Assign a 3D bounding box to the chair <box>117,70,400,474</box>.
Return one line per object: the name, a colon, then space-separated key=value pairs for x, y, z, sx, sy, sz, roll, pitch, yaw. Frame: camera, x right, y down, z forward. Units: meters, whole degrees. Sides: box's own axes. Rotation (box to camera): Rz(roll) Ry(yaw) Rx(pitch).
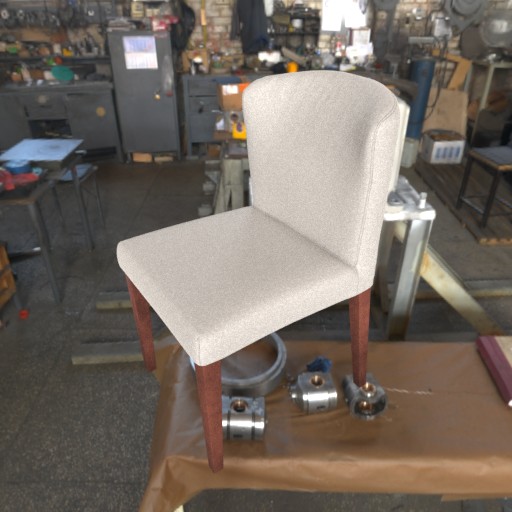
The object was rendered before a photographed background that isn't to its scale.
chair: x=0.000 y=0.000 z=1.147 sx=0.592 sy=0.839 sz=0.491 roll=-19 pitch=36 yaw=-29
